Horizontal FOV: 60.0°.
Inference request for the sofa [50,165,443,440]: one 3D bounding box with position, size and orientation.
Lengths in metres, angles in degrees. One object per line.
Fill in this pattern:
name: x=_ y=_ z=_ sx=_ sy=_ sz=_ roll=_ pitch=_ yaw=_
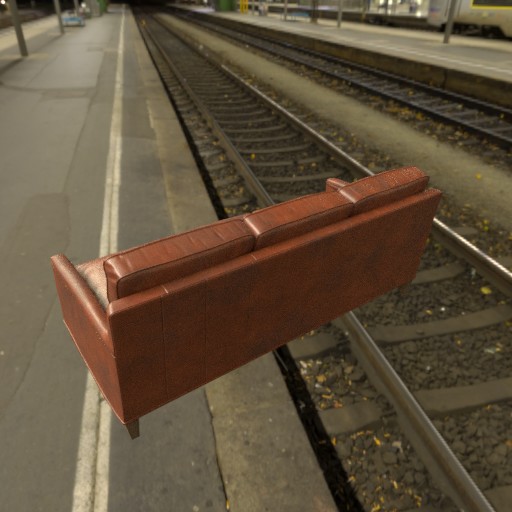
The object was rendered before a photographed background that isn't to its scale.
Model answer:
sofa: x=0.000 y=0.000 z=2.805 sx=2.240 sy=1.003 sz=1.084 roll=-20 pitch=36 yaw=-30
